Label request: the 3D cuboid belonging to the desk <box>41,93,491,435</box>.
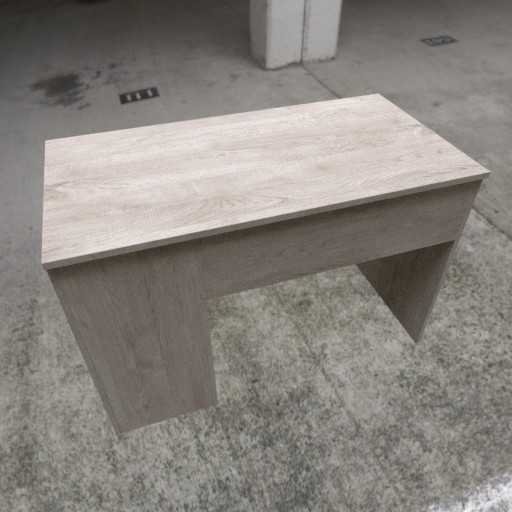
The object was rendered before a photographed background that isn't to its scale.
[{"bbox_3d":[0.000,0.000,1.458,1.097,0.735,0.560,-13,43,-14],"label":"desk"}]
